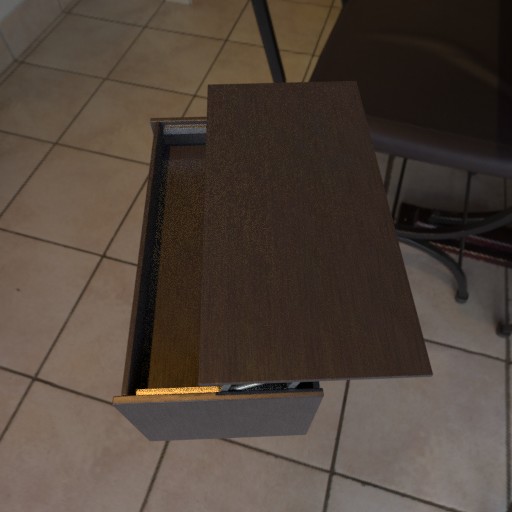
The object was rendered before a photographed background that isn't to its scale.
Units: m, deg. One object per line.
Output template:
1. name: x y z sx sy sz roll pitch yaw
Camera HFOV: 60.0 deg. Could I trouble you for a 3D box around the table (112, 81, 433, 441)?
1. table: 0.000 0.000 1.440 0.712 0.570 1.000 -2 57 -1
